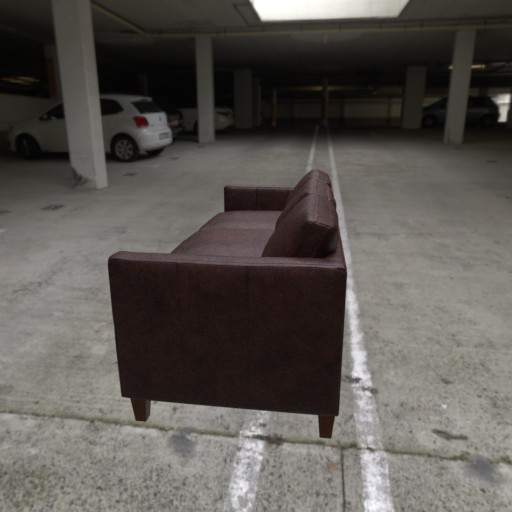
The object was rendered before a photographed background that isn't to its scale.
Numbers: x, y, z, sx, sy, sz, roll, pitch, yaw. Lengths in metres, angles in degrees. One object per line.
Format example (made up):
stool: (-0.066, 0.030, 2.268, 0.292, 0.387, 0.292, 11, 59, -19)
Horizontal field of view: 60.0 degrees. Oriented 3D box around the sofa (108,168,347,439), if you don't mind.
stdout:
sofa: (0.000, 0.000, 2.991, 1.045, 1.006, 2.464, 2, 16, 8)
